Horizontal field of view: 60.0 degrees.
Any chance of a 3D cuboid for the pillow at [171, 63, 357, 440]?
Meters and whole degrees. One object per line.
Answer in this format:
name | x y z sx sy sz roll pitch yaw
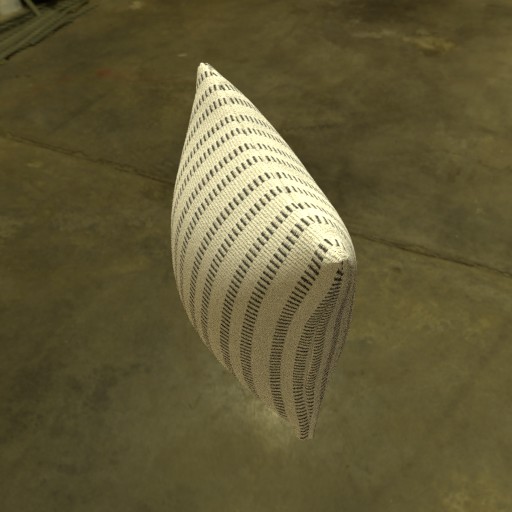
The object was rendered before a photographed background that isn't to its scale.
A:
pillow | 0.000 0.000 0.674 0.247 0.419 0.438 -16 49 -14
